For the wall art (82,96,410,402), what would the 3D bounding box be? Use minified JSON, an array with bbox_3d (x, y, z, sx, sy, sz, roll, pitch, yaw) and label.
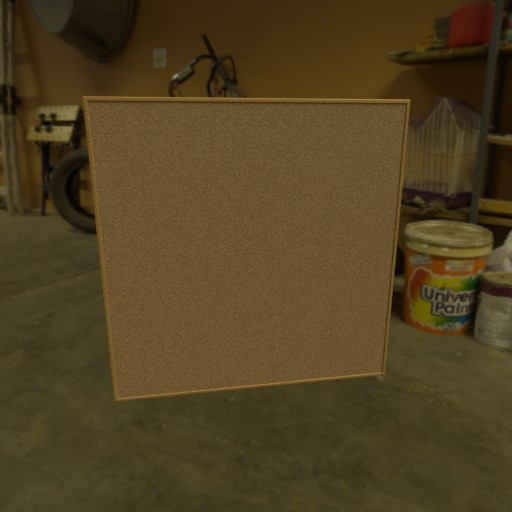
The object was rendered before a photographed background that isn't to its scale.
[{"bbox_3d":[0.000,0.000,0.977,0.657,0.655,0.014,-3,17,-10],"label":"wall art"}]
